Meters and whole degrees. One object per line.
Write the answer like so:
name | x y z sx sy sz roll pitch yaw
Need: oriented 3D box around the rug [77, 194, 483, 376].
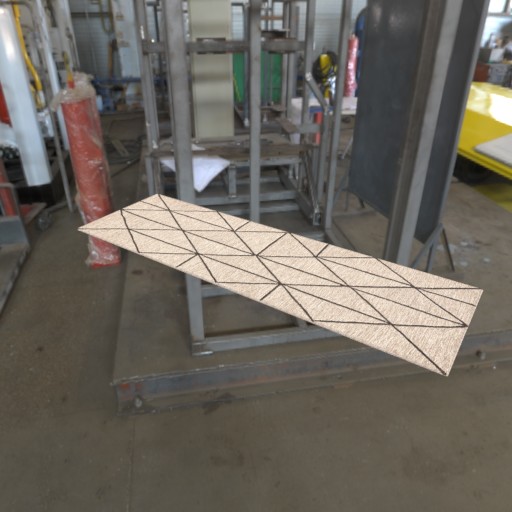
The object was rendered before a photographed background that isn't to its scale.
rug | 0.000 0.000 2.705 2.438 0.012 0.762 19 35 29
